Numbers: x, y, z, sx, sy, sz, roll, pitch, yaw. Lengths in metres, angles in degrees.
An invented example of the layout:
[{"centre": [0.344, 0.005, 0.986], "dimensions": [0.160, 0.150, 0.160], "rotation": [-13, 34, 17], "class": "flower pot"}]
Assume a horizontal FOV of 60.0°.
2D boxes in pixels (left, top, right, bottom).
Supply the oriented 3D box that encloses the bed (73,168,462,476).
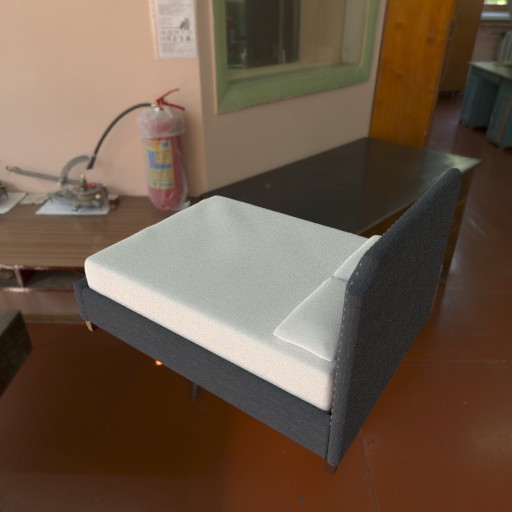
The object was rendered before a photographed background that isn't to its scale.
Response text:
[{"centre": [0.000, 0.000, 3.361], "dimensions": [2.372, 1.443, 1.713], "rotation": [20, 36, 30], "class": "bed"}]
